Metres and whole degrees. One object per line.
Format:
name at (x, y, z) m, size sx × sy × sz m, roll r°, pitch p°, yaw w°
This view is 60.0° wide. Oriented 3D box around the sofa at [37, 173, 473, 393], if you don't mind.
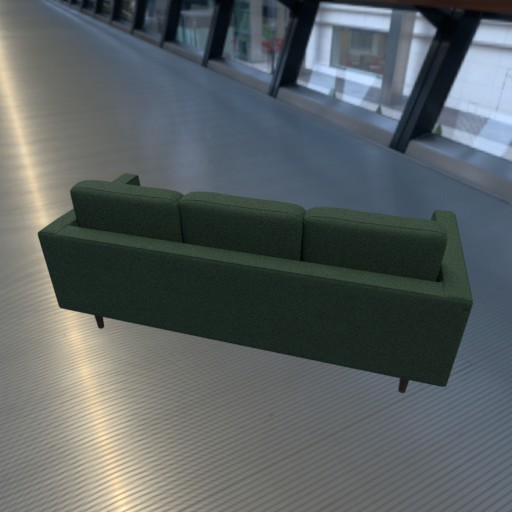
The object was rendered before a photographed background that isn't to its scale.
sofa at (0.000, 0.000, 2.446) m, size 2.029 × 0.899 × 0.879 m, roll 9°, pitch 33°, yaw 14°
